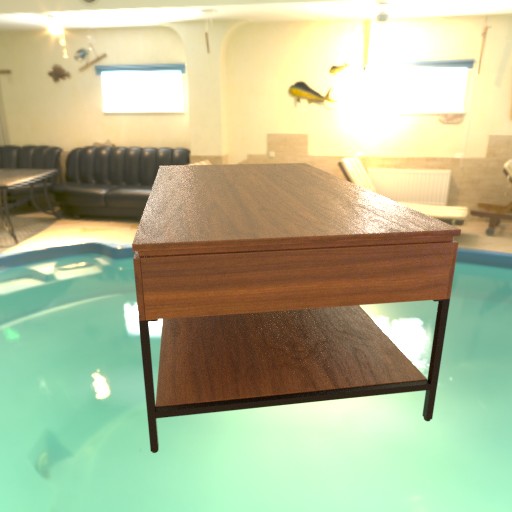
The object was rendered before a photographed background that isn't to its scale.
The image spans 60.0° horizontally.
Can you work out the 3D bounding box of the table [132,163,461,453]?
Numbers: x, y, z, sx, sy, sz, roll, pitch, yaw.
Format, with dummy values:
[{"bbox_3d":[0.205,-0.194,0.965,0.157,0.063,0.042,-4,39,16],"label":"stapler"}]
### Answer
[{"bbox_3d":[0.000,0.000,1.311,0.574,0.414,1.057,-3,18,-9],"label":"table"}]
